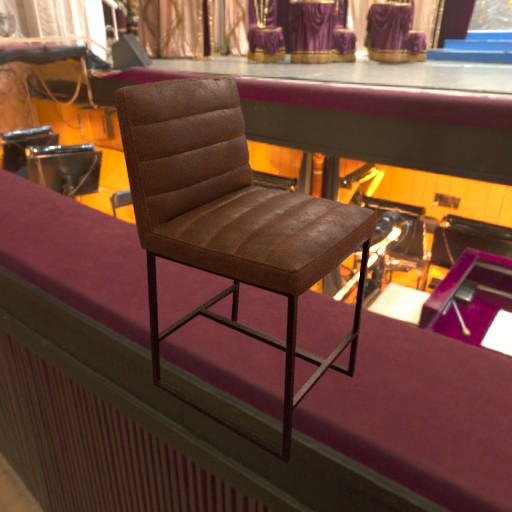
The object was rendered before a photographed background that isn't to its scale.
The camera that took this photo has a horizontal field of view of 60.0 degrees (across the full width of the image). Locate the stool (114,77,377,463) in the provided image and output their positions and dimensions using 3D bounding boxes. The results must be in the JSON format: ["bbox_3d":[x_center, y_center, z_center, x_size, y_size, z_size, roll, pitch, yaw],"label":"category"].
[{"bbox_3d":[0.000,0.000,1.297,0.562,0.942,0.463,18,31,31],"label":"stool"}]
